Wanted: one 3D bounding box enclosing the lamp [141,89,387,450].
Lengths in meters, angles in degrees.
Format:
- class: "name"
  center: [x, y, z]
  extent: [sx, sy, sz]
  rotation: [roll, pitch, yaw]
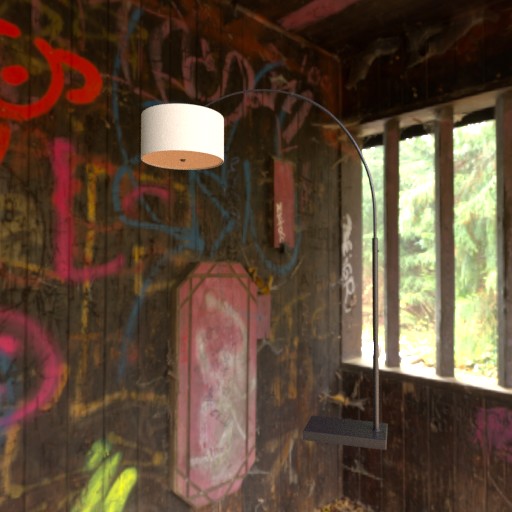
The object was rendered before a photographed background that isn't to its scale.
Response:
- class: "lamp"
  center: [0.000, 0.000, 2.538]
  extent: [1.424, 1.927, 0.493]
  rotation: [0, -1, 18]
